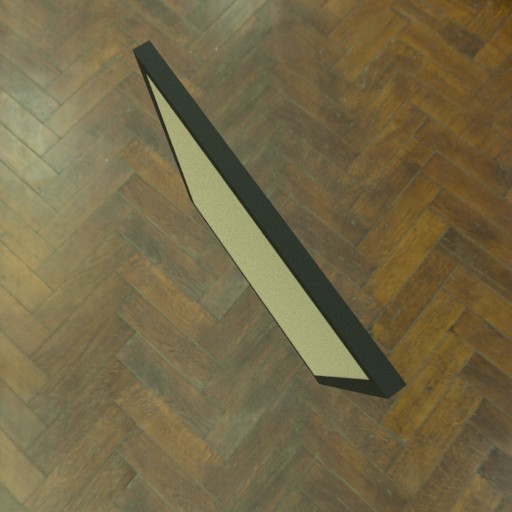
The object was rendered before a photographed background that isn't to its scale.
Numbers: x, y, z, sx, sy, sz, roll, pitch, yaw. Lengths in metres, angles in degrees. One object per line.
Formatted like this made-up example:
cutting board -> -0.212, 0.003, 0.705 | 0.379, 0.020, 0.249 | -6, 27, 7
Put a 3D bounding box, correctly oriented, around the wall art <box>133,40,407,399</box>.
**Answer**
wall art -> 0.000, 0.000, 0.451 | 0.015, 0.304, 0.306 | -34, 78, -8
